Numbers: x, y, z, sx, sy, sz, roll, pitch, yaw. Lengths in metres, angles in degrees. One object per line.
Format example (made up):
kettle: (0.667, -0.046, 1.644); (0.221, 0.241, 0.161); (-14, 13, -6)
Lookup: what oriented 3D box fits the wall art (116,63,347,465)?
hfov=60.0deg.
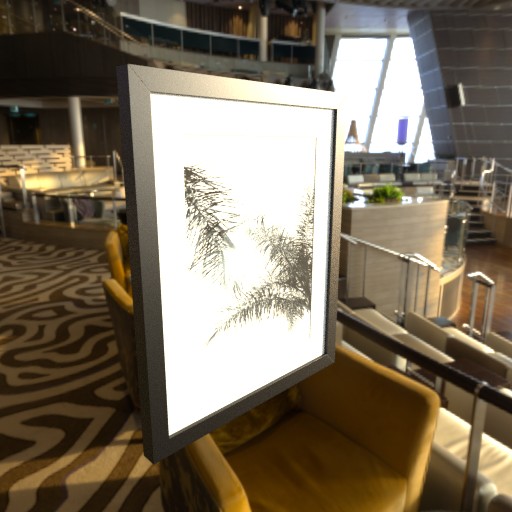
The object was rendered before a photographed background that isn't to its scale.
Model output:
wall art: (0.000, 0.000, 0.759); (0.457, 0.557, 0.028); (-13, 19, -43)
